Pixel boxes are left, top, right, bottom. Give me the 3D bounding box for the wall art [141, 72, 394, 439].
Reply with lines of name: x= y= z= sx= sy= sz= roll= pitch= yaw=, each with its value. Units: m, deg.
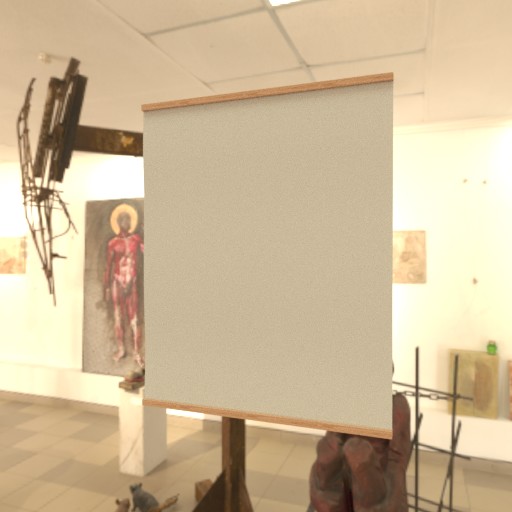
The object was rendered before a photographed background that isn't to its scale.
wall art: x=0.000 y=0.000 z=0.687 sx=0.406 sy=0.508 sz=0.013 roll=0 pitch=1 yaw=20
